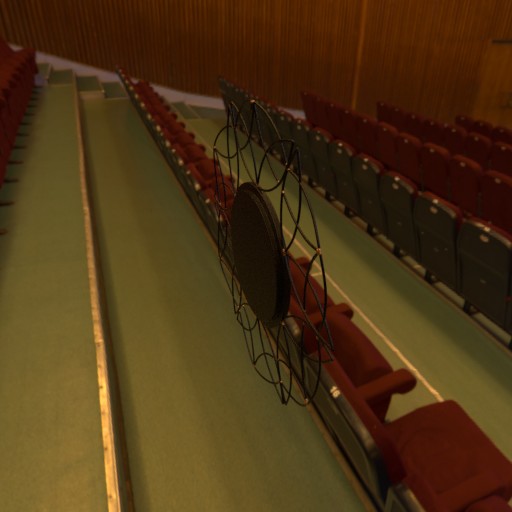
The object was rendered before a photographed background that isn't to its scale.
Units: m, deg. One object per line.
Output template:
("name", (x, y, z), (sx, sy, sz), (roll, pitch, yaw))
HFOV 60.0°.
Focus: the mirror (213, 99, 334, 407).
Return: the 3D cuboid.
("mirror", (0.000, 0.000, 1.145), (0.028, 0.775, 0.797), (-11, 32, -18))
